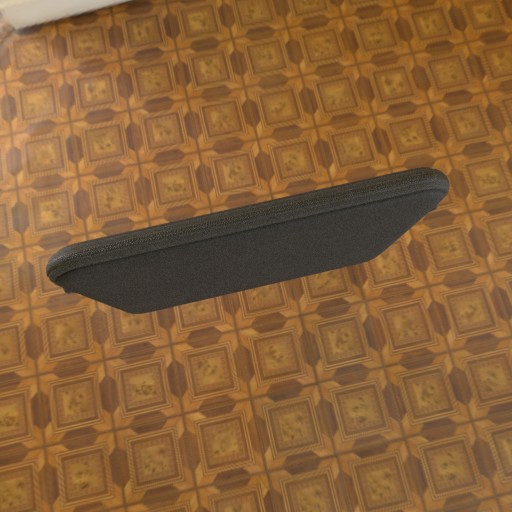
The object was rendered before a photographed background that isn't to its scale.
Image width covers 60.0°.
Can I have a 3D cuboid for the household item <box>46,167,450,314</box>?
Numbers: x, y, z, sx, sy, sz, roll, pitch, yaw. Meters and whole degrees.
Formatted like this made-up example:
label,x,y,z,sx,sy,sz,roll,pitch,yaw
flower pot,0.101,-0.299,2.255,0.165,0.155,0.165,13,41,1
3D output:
label,x,y,z,sx,sy,sz,roll,pitch,yaw
household item,0.000,0.000,0.527,0.396,0.305,0.030,-13,77,-3
